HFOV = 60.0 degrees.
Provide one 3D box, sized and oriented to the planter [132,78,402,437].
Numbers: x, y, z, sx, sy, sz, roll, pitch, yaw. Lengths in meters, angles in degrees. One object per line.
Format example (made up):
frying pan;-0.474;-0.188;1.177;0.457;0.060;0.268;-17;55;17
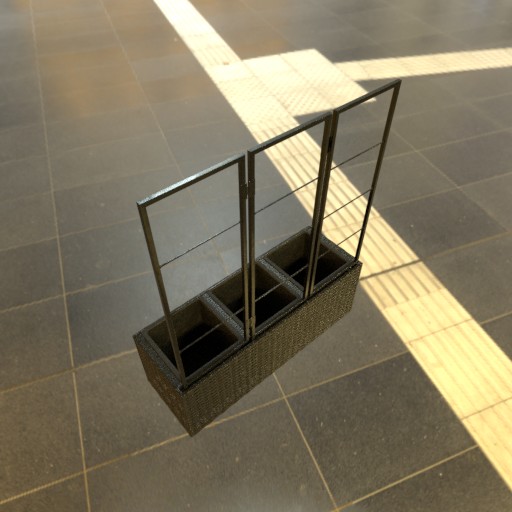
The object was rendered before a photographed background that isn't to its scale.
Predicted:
planter;0.000;0.000;1.190;0.698;0.841;0.244;-32;54;-27
